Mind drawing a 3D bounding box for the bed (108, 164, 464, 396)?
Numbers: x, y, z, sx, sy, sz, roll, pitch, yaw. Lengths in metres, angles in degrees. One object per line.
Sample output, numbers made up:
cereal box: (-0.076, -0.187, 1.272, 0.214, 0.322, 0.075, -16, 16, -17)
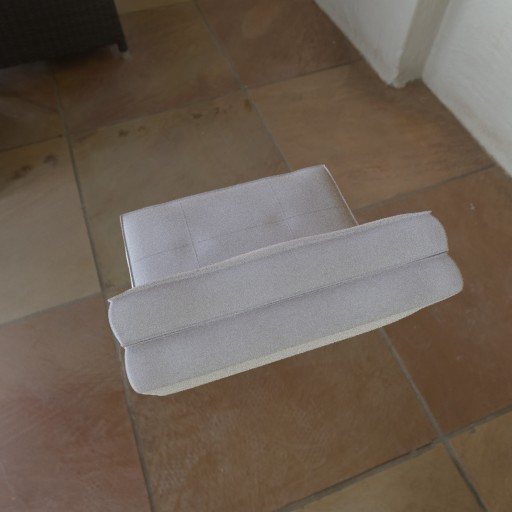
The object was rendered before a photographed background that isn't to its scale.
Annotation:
bed: (0.000, 0.000, 1.339, 0.799, 0.614, 0.749, -15, 60, -9)
